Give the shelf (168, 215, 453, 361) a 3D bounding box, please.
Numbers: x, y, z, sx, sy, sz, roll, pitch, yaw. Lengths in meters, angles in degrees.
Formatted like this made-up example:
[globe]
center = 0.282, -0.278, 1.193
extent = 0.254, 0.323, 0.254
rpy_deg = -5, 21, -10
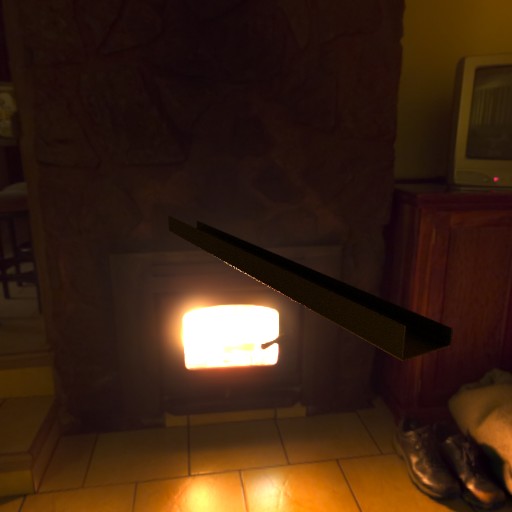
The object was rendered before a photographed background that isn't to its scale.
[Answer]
[shelf]
center = 0.000, 0.000, 0.960
extent = 0.092, 0.049, 0.924
rpy_deg = -8, 17, -28
